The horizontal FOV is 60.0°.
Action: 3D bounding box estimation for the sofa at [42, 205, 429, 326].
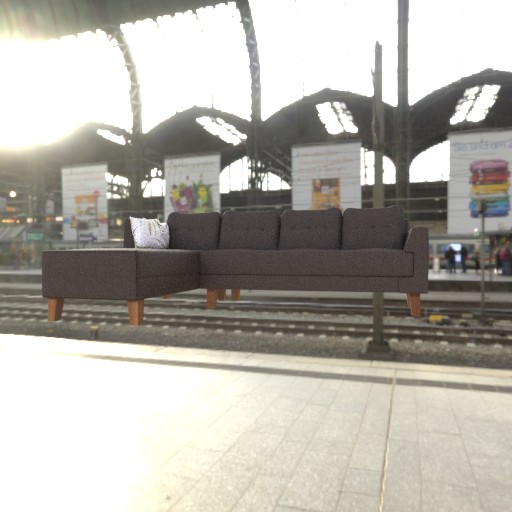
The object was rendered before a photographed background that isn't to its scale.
[{"bbox_3d":[0.000,0.000,3.641,2.679,0.932,1.829,0,0,17],"label":"sofa"}]
